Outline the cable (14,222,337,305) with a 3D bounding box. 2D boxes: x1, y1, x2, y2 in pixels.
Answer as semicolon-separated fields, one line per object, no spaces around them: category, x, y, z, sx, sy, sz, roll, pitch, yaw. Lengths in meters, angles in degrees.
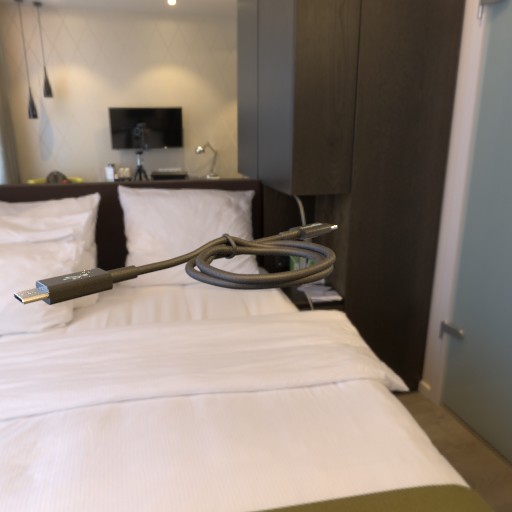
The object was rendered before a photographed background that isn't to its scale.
cable;0.000;0.000;0.209;0.192;0.014;0.070;-15;21;-43
